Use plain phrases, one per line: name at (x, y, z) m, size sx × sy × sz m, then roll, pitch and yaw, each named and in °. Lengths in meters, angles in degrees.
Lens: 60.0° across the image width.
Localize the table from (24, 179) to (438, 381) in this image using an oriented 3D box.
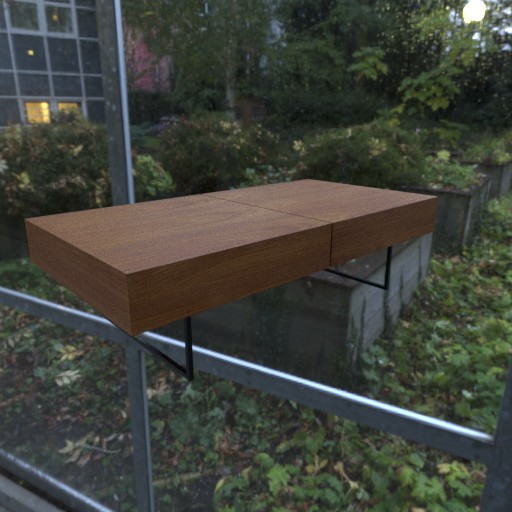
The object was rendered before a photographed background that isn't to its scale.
table at (0.000, 0.000, 1.455) m, size 1.194 × 0.330 × 0.610 m, roll -15°, pitch 23°, yaw -40°
